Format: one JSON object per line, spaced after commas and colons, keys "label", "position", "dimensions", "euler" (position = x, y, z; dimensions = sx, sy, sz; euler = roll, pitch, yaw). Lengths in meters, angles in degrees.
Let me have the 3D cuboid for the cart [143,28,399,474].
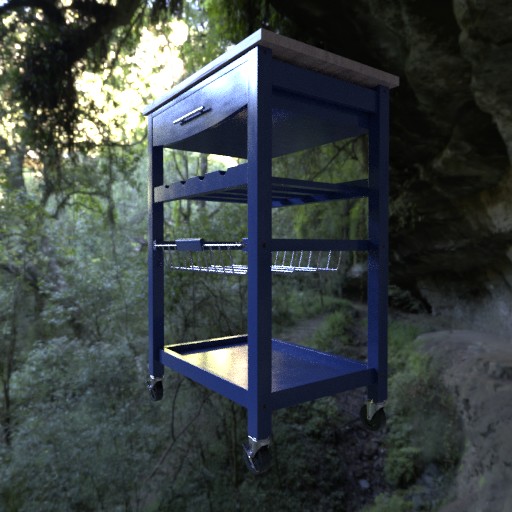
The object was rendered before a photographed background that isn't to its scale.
{"label": "cart", "position": [0.000, 0.000, 1.160], "dimensions": [0.403, 0.839, 0.584], "euler": [-1, 1, -36]}
